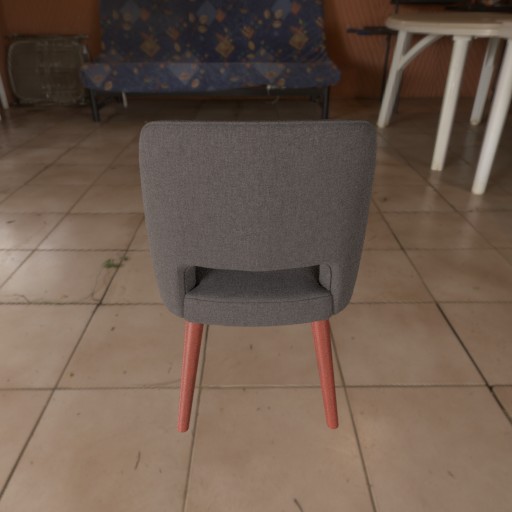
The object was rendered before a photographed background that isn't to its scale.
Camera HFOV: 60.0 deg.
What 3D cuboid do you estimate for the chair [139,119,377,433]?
[{"bbox_3d":[0.000,0.000,1.211,0.559,0.838,0.560,-1,29,-1],"label":"chair"}]
